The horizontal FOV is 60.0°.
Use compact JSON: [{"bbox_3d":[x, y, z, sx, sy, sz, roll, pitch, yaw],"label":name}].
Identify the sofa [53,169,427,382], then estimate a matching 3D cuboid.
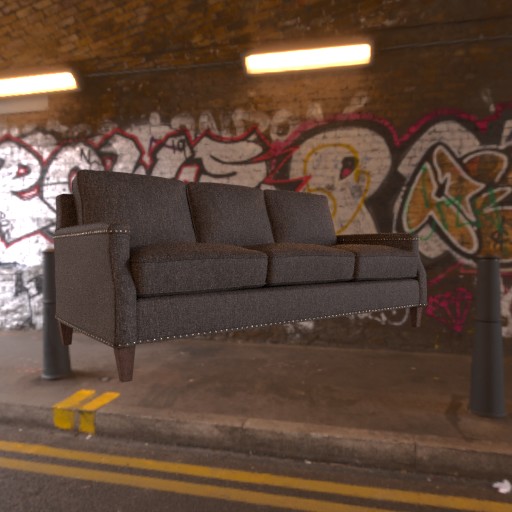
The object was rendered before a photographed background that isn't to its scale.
[{"bbox_3d":[0.000,0.000,2.840,2.246,1.003,1.084,-1,1,-38],"label":"sofa"}]
